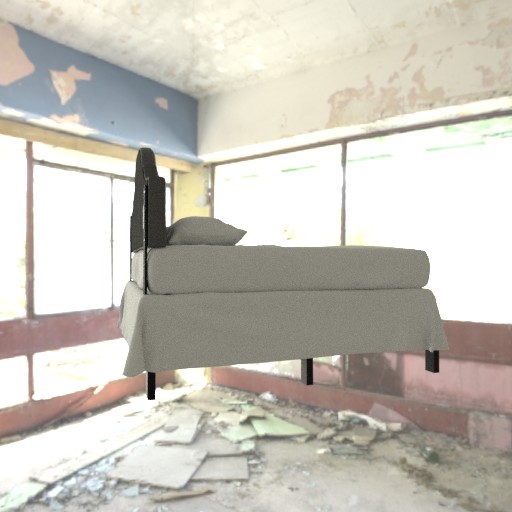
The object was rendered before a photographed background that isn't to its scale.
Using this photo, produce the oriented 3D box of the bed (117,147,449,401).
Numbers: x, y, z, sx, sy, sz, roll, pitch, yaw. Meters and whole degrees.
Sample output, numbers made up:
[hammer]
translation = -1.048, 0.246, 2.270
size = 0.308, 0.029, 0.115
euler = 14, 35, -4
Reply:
[bed]
translation = 0.000, 0.000, 3.744
size = 2.222, 1.631, 2.303
euler = 0, -1, -18
